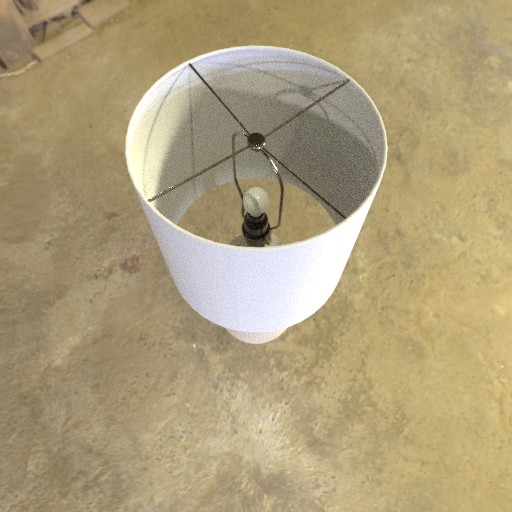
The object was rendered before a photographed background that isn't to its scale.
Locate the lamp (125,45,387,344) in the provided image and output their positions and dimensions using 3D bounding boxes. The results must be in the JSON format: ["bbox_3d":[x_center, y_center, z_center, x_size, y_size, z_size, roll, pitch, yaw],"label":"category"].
[{"bbox_3d":[0.000,0.000,0.570,0.217,0.453,0.217,-35,69,-16],"label":"lamp"}]
